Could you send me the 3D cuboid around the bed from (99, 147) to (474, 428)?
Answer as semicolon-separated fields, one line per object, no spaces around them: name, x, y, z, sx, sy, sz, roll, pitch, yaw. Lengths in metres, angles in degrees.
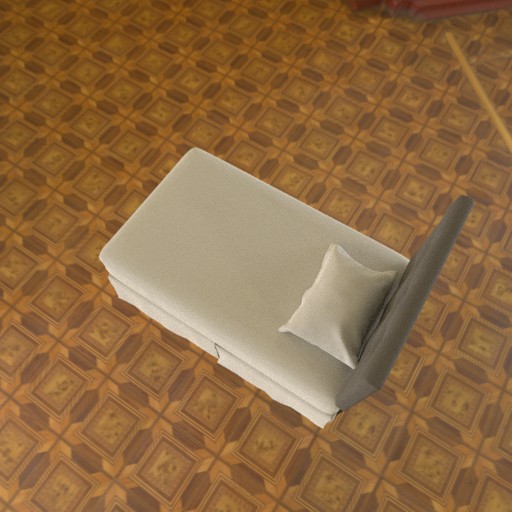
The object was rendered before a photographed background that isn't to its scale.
bed;0.000;0.000;3.004;1.997;1.571;1.261;30;68;13
